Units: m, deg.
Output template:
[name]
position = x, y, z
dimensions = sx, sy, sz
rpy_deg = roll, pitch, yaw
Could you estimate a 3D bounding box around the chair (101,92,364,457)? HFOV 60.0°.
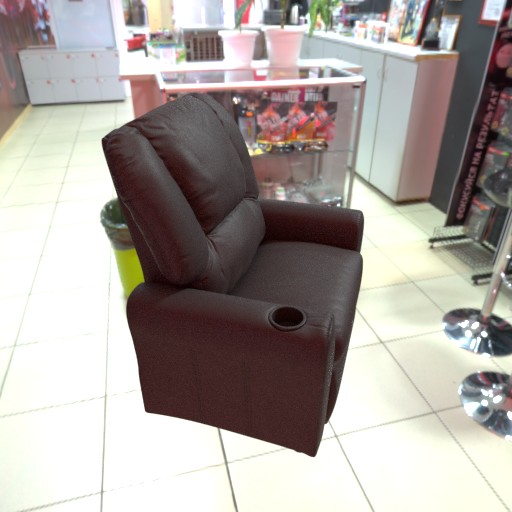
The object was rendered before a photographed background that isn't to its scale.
[chair]
position = 0.000, 0.000, 1.112
dimensions = 0.521, 0.709, 0.610
rpy_deg = 9, 32, 15
